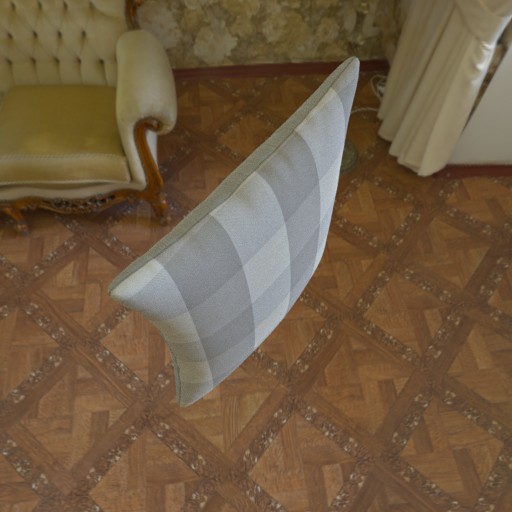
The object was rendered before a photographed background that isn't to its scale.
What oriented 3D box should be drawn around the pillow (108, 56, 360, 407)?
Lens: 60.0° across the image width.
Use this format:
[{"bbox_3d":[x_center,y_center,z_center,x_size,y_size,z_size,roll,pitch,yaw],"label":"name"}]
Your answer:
[{"bbox_3d":[0.000,0.000,0.787,0.161,0.509,0.511,33,64,19],"label":"pillow"}]
